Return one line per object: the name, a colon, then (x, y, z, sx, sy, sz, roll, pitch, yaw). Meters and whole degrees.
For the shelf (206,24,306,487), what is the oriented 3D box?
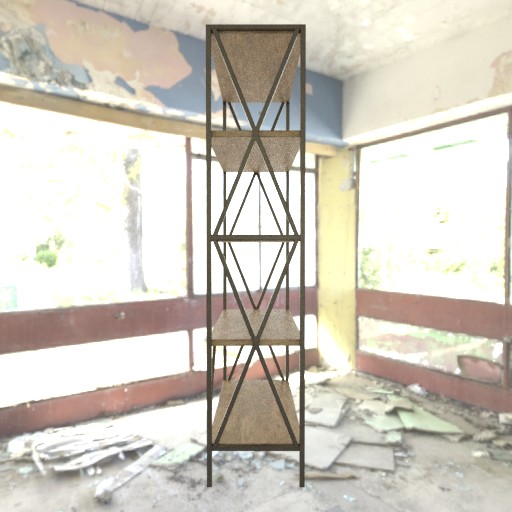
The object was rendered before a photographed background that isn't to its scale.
shelf: (0.000, 0.000, 2.163, 0.386, 1.803, 0.874, 0, 1, 0)
